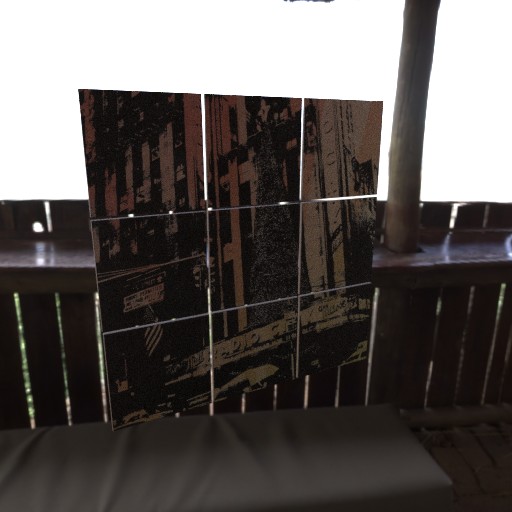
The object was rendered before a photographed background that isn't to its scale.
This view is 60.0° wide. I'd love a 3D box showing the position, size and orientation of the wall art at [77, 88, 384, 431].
[{"bbox_3d":[0.000,0.000,2.227,1.527,1.521,0.017,-8,17,-26],"label":"wall art"}]
